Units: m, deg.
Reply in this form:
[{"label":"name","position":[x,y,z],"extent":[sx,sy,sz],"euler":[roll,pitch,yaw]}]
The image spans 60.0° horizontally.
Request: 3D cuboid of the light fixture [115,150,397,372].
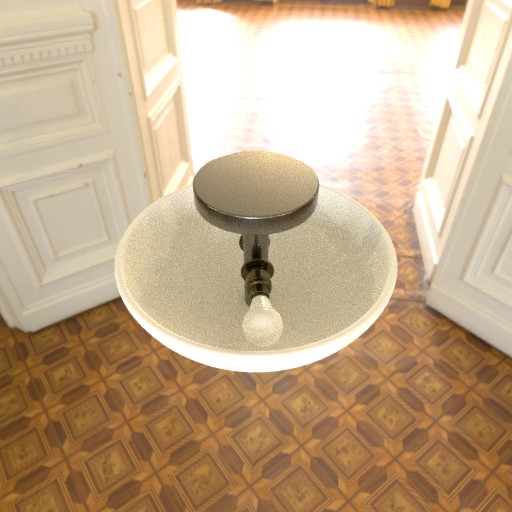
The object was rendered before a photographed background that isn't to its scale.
[{"label":"light fixture","position":[0.000,0.000,0.542],"extent":[0.330,0.214,0.330],"euler":[0,41,0]}]
